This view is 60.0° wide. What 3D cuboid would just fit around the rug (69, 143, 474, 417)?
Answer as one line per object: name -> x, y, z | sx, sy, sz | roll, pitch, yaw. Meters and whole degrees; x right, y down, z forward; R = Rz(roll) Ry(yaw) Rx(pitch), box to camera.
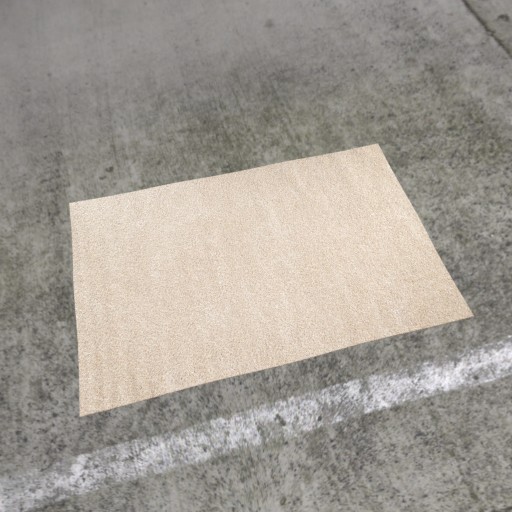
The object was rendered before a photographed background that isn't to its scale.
rug -> 0.000, 0.000, 2.923 | 2.346, 0.025, 1.500 | -12, 59, -7
